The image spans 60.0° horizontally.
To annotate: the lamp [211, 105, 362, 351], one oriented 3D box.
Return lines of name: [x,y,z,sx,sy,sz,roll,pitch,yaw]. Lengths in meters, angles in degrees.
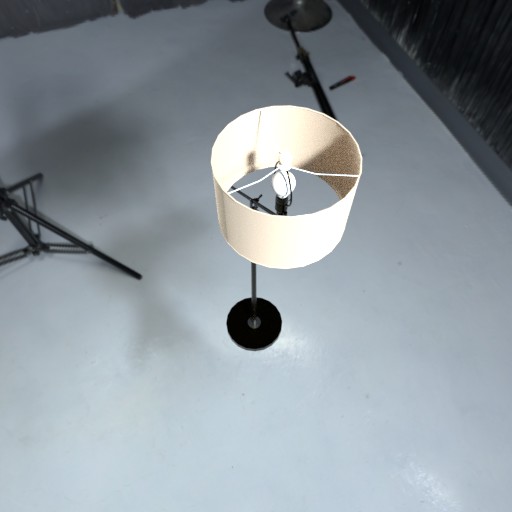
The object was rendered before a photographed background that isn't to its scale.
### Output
lamp: [0.000,0.000,1.896,0.373,1.635,0.809,-17,60,-10]
